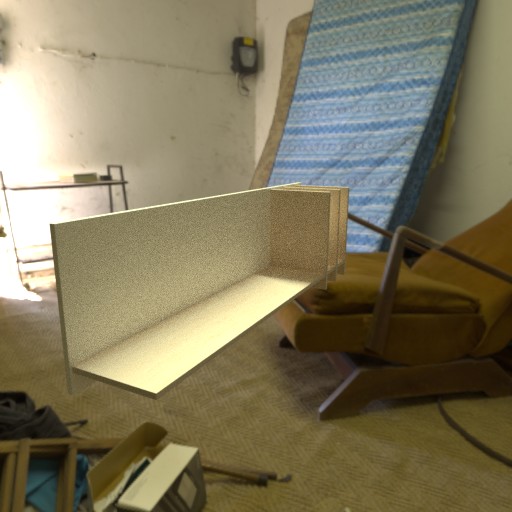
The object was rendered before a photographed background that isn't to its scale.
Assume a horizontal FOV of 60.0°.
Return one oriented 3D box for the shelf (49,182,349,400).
[{"bbox_3d":[0.000,0.000,1.128,0.200,0.300,1.020,7,15,27],"label":"shelf"}]
